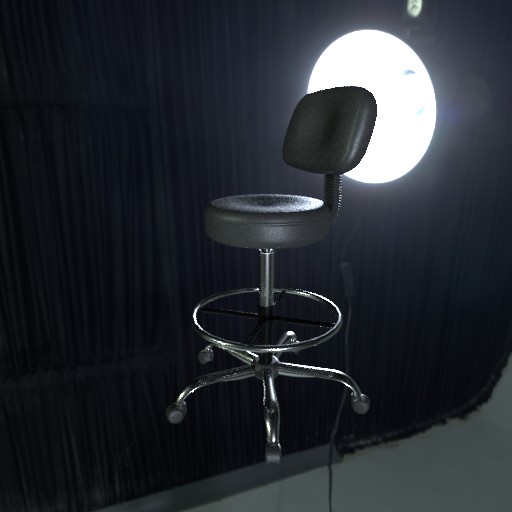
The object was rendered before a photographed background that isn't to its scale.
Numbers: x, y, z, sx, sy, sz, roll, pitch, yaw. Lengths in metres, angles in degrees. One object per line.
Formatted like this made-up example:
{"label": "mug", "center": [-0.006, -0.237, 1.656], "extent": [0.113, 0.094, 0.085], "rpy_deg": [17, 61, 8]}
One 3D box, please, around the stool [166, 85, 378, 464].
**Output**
{"label": "stool", "center": [0.000, 0.000, 1.466], "extent": [0.658, 1.069, 0.694], "rpy_deg": [-8, 18, -25]}
